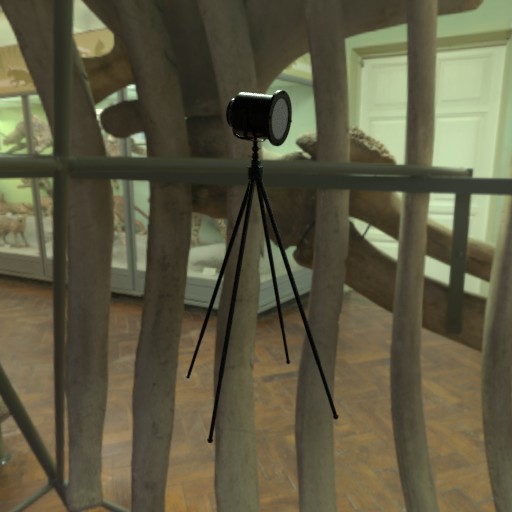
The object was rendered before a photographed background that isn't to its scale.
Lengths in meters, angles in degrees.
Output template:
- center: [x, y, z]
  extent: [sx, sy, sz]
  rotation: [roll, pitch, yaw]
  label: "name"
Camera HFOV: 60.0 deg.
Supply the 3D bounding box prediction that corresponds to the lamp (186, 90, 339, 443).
- center: [0.000, 0.000, 2.143]
  extent: [0.884, 1.504, 0.879]
  rotation: [6, 14, 27]
  label: "lamp"
